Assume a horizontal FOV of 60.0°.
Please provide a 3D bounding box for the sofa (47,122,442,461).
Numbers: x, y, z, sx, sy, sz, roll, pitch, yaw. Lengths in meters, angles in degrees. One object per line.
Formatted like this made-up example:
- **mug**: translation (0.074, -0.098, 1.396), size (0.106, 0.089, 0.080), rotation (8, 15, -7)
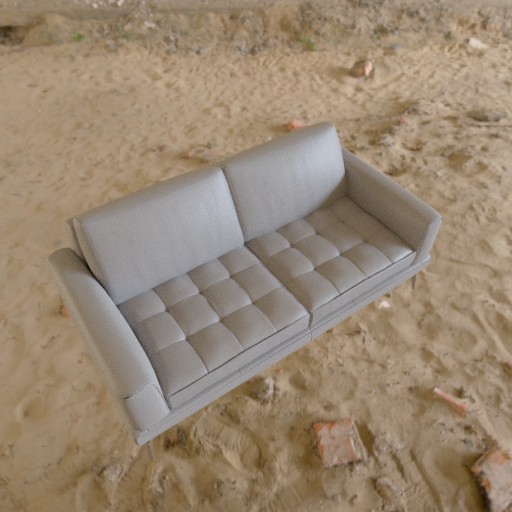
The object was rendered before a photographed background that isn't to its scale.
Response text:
- **sofa**: translation (0.000, 0.000, 2.712), size (2.177, 0.930, 1.121), rotation (-26, 52, -23)
